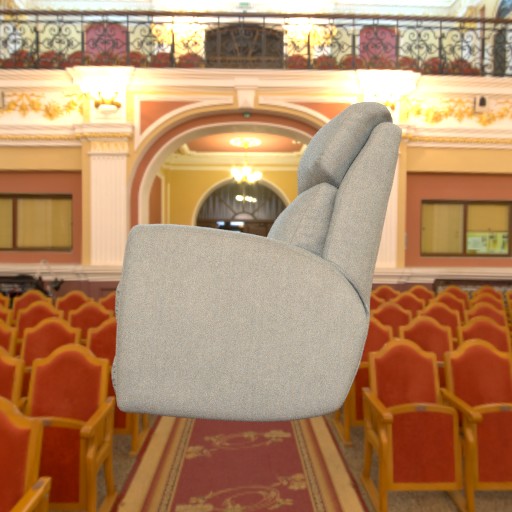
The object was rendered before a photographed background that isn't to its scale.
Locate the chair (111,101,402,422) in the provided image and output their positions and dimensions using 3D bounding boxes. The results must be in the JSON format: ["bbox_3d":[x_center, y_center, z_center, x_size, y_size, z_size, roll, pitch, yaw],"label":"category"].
[{"bbox_3d":[0.000,0.000,1.685,0.940,1.016,0.794,0,1,-1],"label":"chair"}]
